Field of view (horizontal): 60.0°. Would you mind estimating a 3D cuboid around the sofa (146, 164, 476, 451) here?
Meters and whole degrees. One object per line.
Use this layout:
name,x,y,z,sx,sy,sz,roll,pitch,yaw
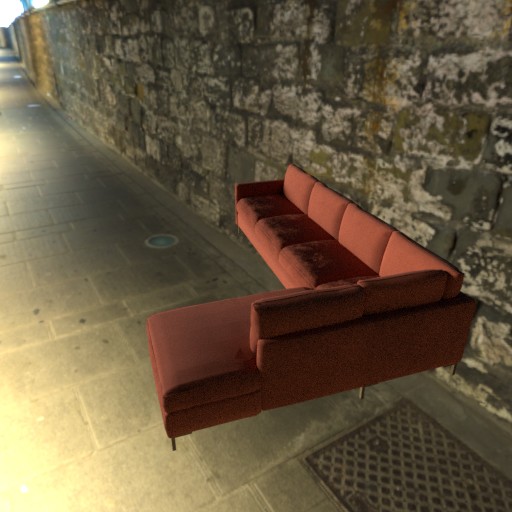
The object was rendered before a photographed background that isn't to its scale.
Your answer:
sofa,0.000,0.000,3.563,1.879,0.757,2.736,-8,28,-16
